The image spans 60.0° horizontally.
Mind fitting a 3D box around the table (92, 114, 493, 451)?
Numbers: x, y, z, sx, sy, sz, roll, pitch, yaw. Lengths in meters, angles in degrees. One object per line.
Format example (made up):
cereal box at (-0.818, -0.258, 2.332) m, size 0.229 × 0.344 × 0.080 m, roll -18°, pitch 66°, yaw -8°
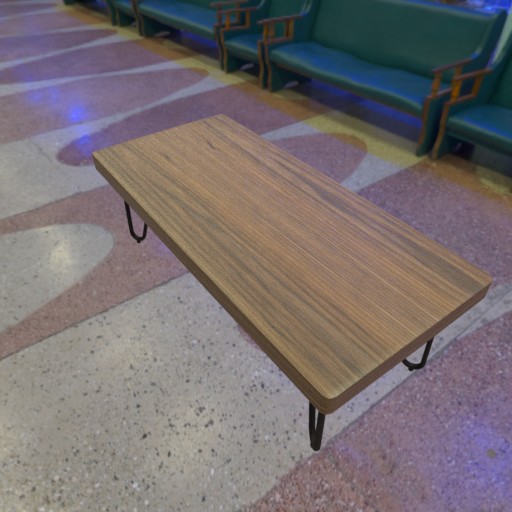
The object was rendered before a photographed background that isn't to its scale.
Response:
table at (0.000, 0.000, 1.649) m, size 0.637 × 0.468 × 1.375 m, roll -26°, pitch 47°, yaw -27°
